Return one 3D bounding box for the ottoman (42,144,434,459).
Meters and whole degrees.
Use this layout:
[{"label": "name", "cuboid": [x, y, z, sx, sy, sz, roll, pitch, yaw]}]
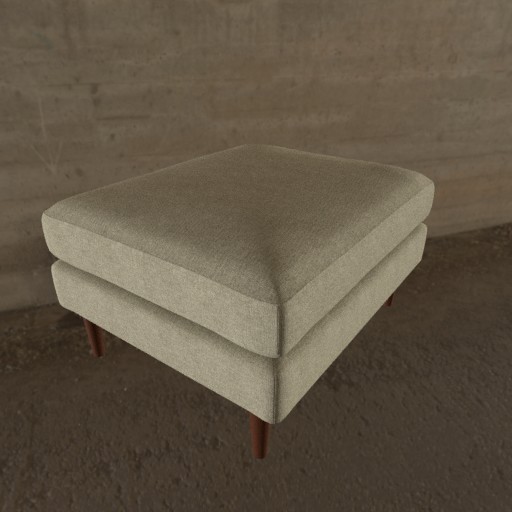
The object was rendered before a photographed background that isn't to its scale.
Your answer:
[{"label": "ottoman", "cuboid": [0.000, 0.000, 1.228, 0.693, 0.474, 0.821, 18, 32, 32]}]
